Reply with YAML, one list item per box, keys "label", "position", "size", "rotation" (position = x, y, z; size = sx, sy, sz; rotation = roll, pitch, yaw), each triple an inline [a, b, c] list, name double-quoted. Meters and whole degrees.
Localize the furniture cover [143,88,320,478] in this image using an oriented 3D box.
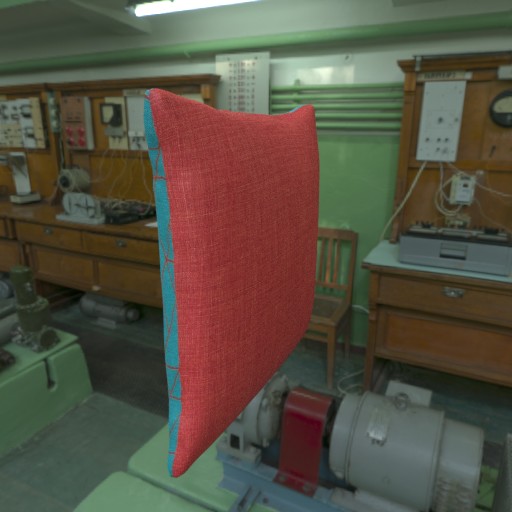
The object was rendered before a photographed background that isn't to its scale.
- label: "furniture cover"
  position: [0.000, 0.000, 0.756]
  size: [0.158, 0.508, 0.517]
  rotation: [8, 18, 24]
